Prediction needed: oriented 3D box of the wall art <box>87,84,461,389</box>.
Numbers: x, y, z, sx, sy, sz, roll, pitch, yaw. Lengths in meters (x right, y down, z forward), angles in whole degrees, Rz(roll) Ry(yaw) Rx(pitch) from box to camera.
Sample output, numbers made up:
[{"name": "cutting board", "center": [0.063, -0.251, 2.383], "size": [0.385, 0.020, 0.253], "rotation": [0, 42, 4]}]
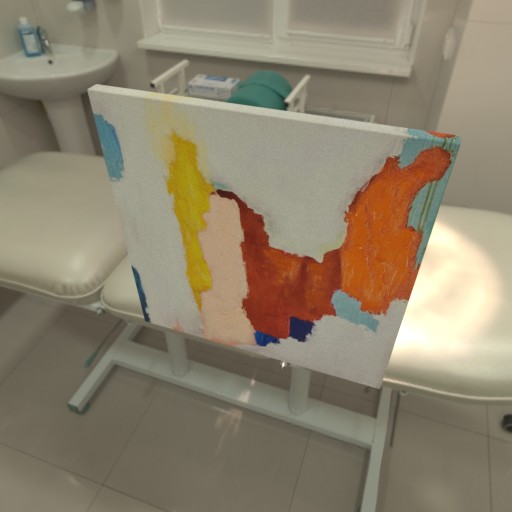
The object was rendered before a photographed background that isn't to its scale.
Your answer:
[{"name": "wall art", "center": [0.000, 0.000, 1.199], "size": [0.814, 0.814, 0.037], "rotation": [13, 43, 15]}]
